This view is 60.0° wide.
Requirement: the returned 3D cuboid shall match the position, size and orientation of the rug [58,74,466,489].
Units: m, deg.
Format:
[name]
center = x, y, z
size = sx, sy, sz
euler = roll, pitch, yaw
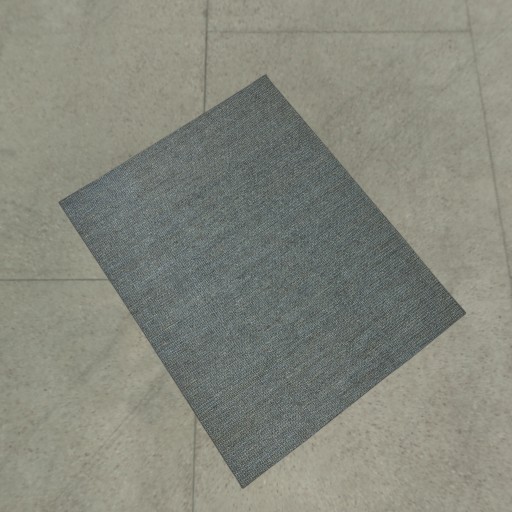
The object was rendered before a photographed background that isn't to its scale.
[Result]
[rug]
center = 0.000, 0.000, 4.092
size = 2.456, 0.021, 3.068
euler = -35, 78, -9
